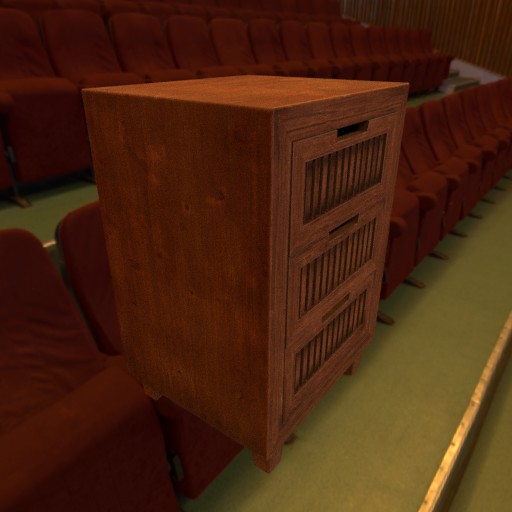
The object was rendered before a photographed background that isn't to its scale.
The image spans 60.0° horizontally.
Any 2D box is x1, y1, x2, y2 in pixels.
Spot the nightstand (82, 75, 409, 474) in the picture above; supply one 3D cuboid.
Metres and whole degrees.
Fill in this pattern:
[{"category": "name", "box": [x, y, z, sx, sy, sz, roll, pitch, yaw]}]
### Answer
[{"category": "nightstand", "box": [0.000, 0.000, 0.966, 0.410, 0.695, 0.465, 18, 31, 33]}]
